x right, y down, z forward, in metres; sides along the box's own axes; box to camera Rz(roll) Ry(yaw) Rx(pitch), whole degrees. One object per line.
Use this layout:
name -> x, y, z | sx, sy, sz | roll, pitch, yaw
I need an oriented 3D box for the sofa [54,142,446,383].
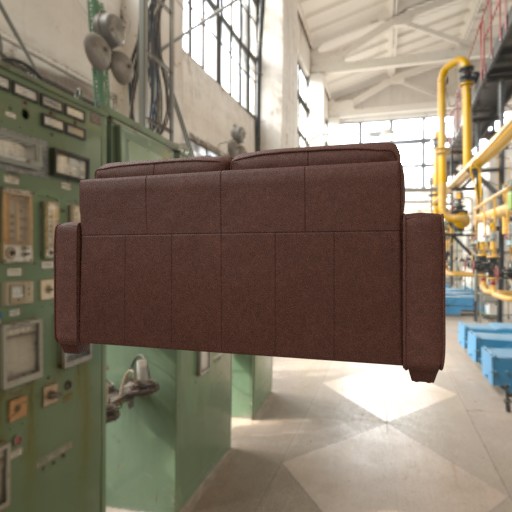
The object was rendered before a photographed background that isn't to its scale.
sofa -> 0.000, 0.000, 2.247 | 1.709, 0.918, 0.947 | 0, 0, 17
